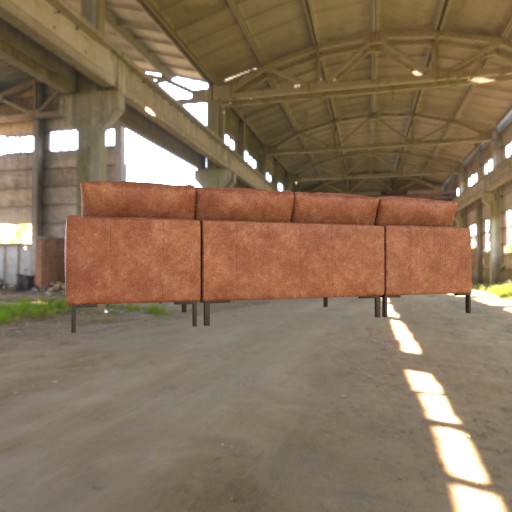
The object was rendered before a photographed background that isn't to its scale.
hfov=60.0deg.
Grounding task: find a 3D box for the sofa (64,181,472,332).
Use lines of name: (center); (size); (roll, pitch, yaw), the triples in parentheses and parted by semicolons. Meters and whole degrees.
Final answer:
sofa: (0.000, 0.000, 3.867); (2.956, 0.900, 1.939); (0, -1, -19)
